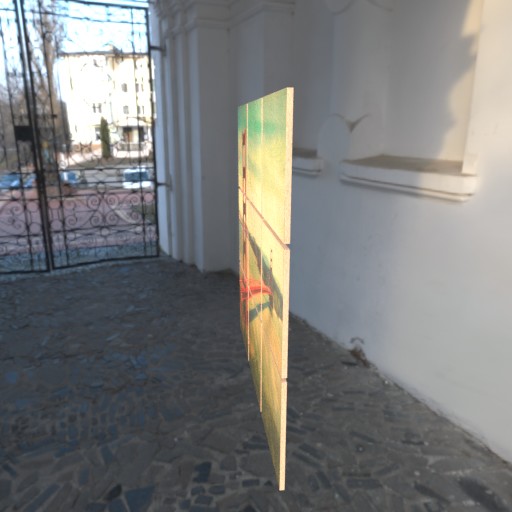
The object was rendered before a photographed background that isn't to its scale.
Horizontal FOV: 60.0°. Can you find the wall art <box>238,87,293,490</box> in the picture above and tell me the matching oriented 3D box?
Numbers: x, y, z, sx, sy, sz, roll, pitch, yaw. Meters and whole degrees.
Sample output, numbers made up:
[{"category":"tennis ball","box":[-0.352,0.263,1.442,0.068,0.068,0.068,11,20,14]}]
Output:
[{"category":"wall art","box":[0.000,0.000,1.825,0.016,1.207,1.217,-2,17,-8]}]
